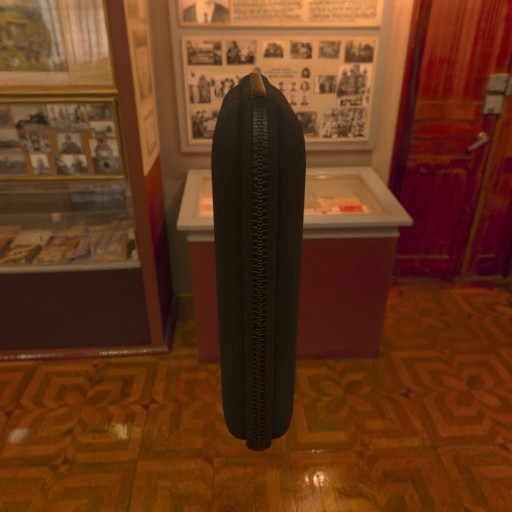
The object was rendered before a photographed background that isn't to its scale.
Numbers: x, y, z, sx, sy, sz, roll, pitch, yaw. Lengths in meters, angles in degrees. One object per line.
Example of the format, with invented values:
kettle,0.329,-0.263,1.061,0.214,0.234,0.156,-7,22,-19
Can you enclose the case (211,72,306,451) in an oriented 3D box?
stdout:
case,0.000,0.000,0.197,0.030,0.147,0.107,-1,27,-1
